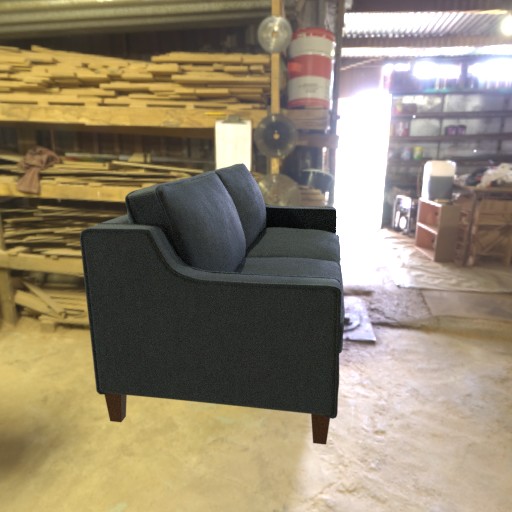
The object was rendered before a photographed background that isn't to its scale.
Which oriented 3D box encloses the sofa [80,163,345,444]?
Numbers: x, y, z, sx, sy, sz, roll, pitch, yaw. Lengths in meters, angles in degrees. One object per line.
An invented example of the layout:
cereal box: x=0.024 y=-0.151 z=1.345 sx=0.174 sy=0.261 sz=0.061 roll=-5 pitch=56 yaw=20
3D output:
sofa: x=0.000 y=0.000 z=2.801 sx=1.066 sy=1.071 sz=2.178 roll=2 pitch=14 yaw=9
